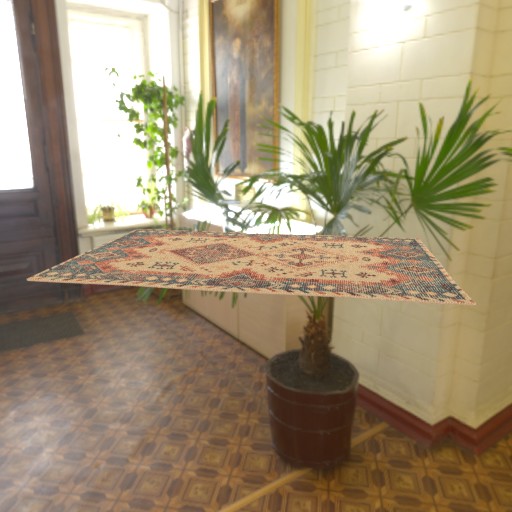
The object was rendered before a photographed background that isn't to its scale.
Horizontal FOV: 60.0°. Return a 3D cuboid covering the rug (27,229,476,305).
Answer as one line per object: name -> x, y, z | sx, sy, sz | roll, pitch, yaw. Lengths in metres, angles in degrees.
rug -> 0.000, 0.000, 3.105 | 2.464, 0.023, 1.521 | 2, 15, 9
